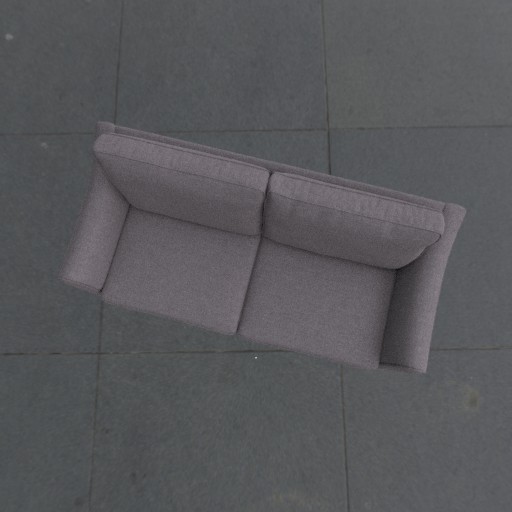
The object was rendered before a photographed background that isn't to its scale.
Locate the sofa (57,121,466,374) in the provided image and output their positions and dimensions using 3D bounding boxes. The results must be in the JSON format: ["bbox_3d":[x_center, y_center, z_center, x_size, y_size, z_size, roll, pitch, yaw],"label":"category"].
[{"bbox_3d":[0.000,0.000,2.727,2.203,0.976,1.013,14,77,3],"label":"sofa"}]
